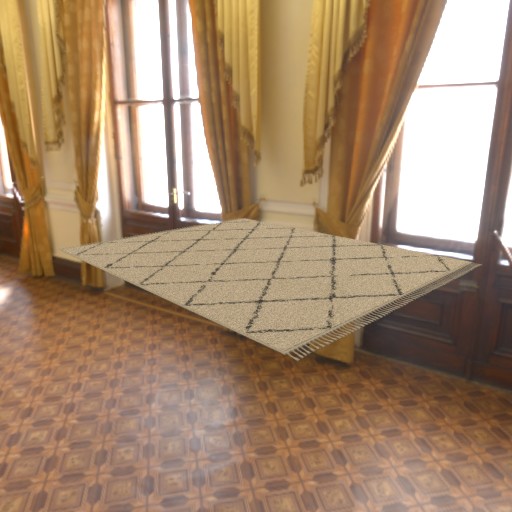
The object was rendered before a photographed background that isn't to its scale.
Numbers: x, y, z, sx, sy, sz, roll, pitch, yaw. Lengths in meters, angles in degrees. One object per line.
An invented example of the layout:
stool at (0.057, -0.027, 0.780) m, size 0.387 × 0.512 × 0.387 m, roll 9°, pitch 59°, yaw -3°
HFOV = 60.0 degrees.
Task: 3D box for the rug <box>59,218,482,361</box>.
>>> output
rug at (0.000, 0.000, 4.006) m, size 2.380 × 0.013 × 3.051 m, roll -14°, pitch 21°, yaw -42°
